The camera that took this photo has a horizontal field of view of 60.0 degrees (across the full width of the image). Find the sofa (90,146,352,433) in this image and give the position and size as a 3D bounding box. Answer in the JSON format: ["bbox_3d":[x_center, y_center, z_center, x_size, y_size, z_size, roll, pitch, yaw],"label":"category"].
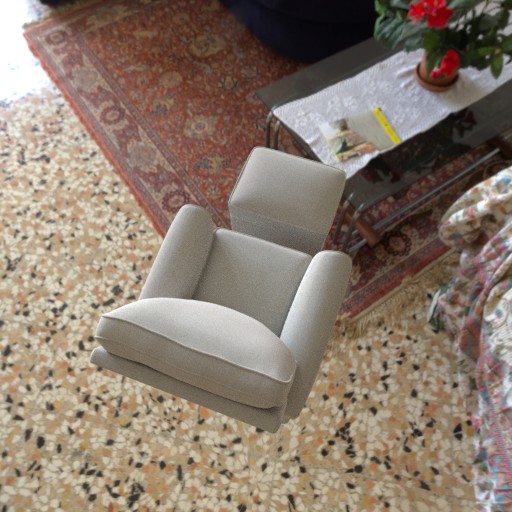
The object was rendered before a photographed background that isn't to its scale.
[{"bbox_3d":[0.000,0.000,2.072,0.880,0.959,1.478,18,64,9],"label":"sofa"}]
